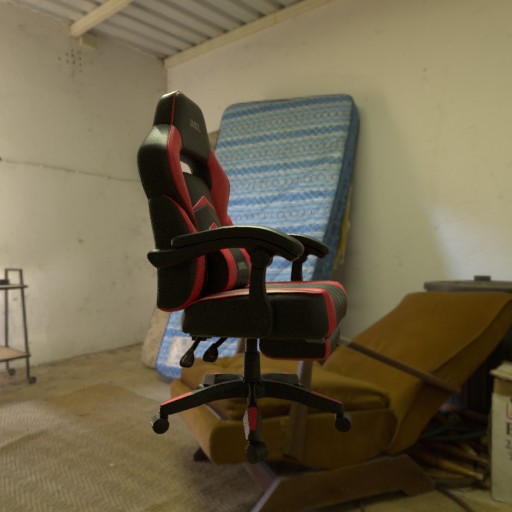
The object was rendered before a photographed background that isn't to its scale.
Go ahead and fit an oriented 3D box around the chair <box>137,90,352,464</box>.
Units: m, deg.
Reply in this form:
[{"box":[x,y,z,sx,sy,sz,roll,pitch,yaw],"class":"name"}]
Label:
[{"box":[0.000,0.000,1.647,0.700,1.220,0.700,0,0,17],"class":"chair"}]
